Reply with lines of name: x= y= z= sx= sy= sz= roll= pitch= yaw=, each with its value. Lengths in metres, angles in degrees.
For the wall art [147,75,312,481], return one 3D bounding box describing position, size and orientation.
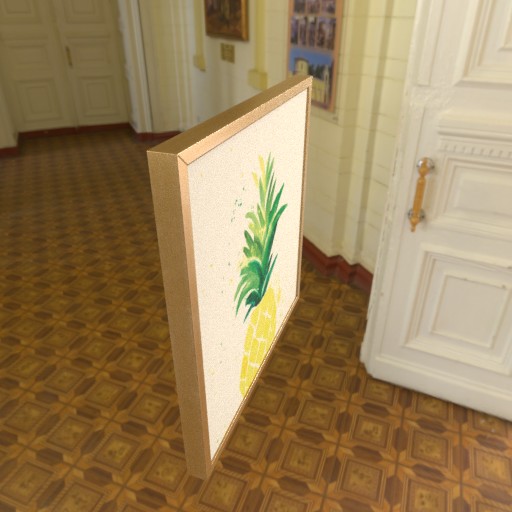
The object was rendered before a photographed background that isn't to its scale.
wall art: x=0.000 y=0.000 z=0.757 sx=0.033 sy=0.509 sz=0.510 roll=11 pitch=32 yaw=18
